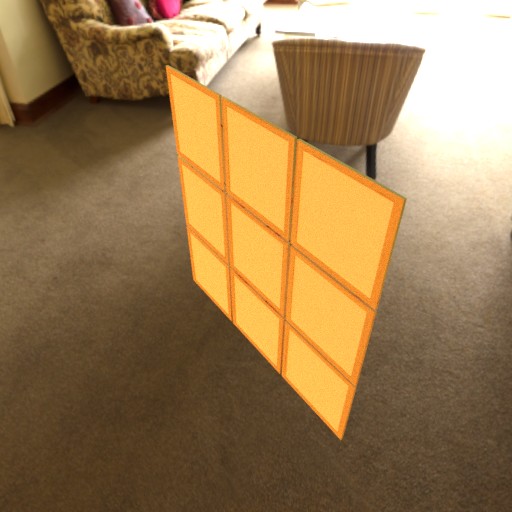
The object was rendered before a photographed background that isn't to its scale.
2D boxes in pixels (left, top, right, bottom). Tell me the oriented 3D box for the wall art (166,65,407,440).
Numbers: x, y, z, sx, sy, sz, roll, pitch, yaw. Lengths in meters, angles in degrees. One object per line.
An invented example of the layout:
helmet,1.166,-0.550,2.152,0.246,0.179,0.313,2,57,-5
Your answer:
wall art,0.000,0.000,2.304,0.013,1.523,1.517,-26,48,-27
